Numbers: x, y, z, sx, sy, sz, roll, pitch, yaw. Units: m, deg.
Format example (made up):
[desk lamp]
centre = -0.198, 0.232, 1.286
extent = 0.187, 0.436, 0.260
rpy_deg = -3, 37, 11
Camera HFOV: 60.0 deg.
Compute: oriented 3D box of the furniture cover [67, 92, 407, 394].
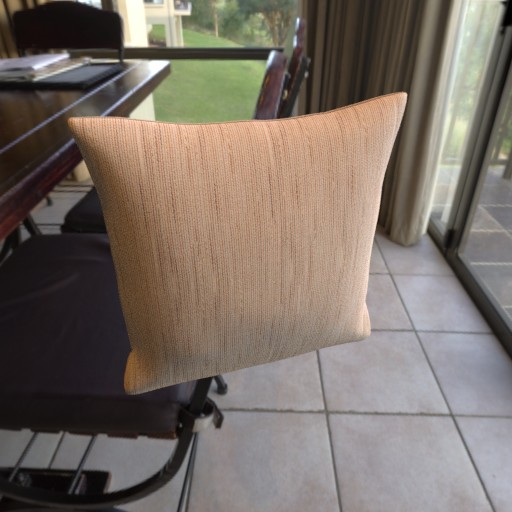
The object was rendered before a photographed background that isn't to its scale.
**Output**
[furniture cover]
centre = 0.000, 0.000, 0.759
extent = 0.512, 0.506, 0.178
rpy_deg = -10, 33, -15
